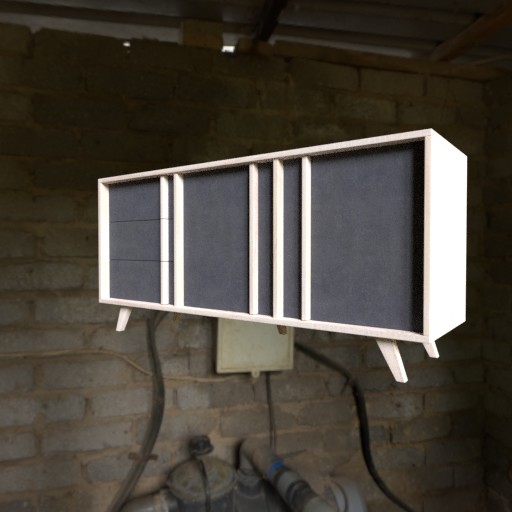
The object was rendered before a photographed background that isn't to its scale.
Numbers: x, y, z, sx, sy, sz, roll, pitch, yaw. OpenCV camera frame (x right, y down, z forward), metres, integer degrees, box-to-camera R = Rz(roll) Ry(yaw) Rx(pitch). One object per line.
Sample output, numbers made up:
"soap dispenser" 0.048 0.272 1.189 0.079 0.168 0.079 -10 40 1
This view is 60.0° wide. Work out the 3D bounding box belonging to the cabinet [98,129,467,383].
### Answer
"cabinet" 0.000 0.000 2.003 1.650 0.780 0.500 1 1 36
